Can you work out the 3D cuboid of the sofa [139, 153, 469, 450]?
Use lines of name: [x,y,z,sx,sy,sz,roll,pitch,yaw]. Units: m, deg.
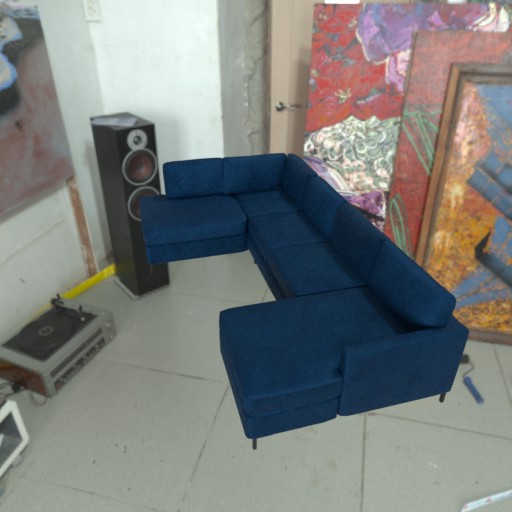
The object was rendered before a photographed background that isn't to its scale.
sofa: [0.000,0.000,4.263,2.055,0.992,3.434,-8,32,-13]
